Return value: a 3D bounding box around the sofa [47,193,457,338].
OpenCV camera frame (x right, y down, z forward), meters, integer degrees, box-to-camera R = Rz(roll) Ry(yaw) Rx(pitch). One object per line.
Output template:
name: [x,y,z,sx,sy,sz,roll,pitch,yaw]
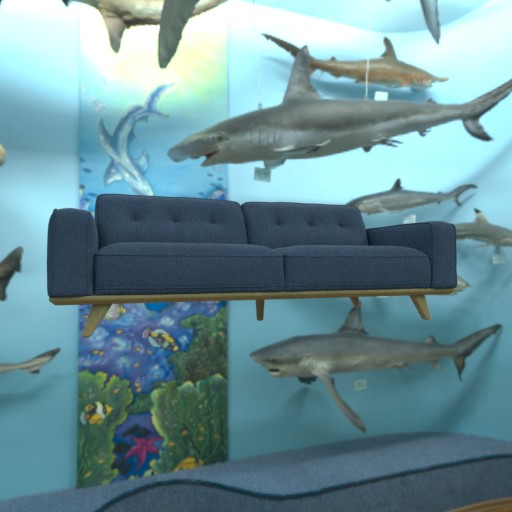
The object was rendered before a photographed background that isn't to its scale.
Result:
sofa: [0.000,0.000,2.741,2.270,0.782,0.953,0,-1,-19]
